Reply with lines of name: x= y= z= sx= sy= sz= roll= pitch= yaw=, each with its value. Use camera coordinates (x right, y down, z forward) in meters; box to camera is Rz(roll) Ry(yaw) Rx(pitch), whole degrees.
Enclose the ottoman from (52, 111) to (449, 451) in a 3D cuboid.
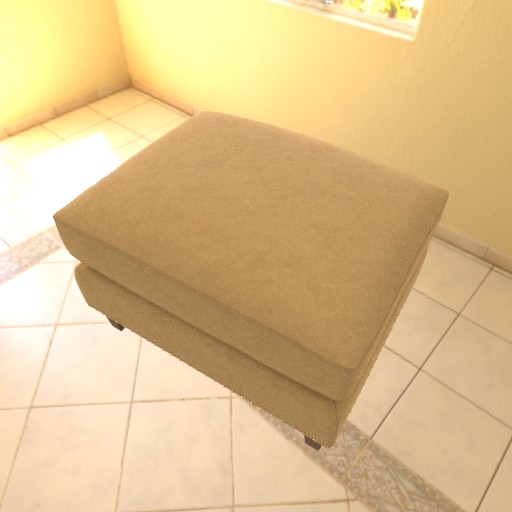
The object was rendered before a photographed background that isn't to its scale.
ottoman: x=0.000 y=0.000 z=1.139 sx=0.741 sy=0.513 sz=0.584 roll=24 pitch=51 yaw=22
